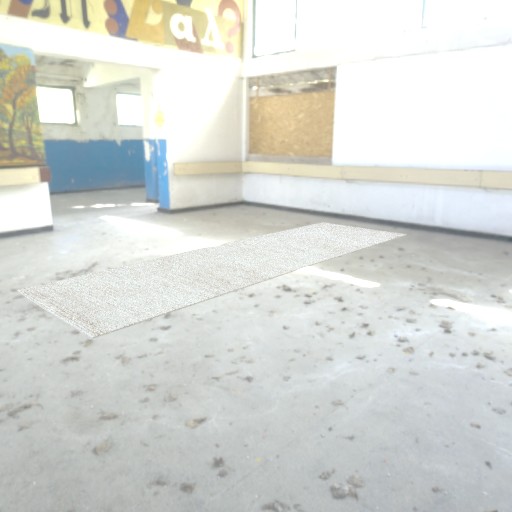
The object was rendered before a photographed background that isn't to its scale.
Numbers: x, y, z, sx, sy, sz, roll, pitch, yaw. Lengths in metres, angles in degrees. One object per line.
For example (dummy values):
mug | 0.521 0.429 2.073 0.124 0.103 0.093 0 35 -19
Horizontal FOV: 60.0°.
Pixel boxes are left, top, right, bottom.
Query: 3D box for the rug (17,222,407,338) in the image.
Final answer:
rug | 0.000 0.000 2.550 0.712 0.013 2.346 14 20 42
